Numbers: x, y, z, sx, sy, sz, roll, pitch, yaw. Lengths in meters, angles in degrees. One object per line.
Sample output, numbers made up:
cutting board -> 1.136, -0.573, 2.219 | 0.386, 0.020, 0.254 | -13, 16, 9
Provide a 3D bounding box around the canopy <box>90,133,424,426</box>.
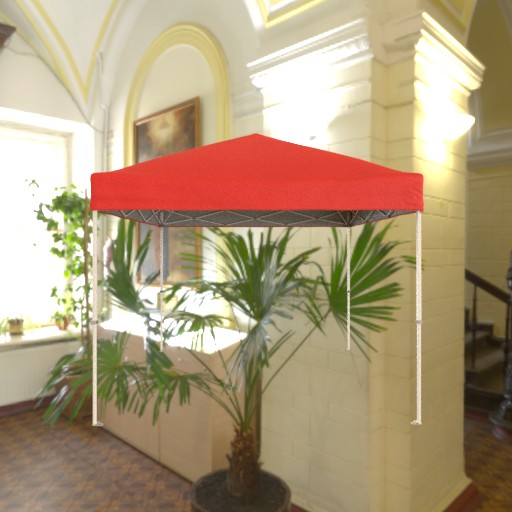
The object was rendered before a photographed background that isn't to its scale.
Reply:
canopy -> 0.000, 0.000, 5.435 | 2.996, 2.997, 2.998 | 0, 1, 0
